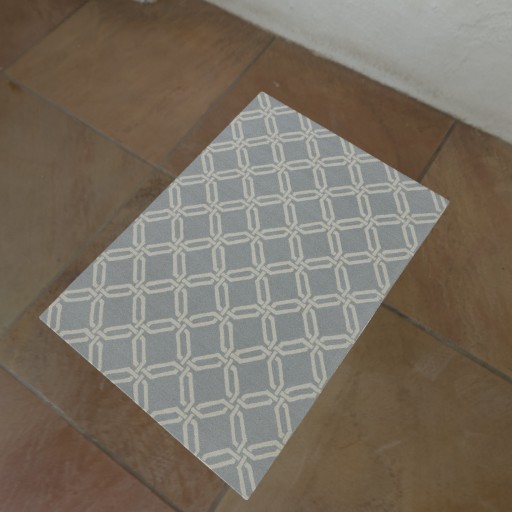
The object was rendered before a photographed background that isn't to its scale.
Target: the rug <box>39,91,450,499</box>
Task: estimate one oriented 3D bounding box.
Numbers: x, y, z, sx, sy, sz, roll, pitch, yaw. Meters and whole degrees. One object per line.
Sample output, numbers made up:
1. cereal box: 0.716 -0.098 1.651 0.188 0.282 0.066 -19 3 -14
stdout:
1. rug: 0.000 0.000 2.694 1.522 0.013 2.133 35 71 14
